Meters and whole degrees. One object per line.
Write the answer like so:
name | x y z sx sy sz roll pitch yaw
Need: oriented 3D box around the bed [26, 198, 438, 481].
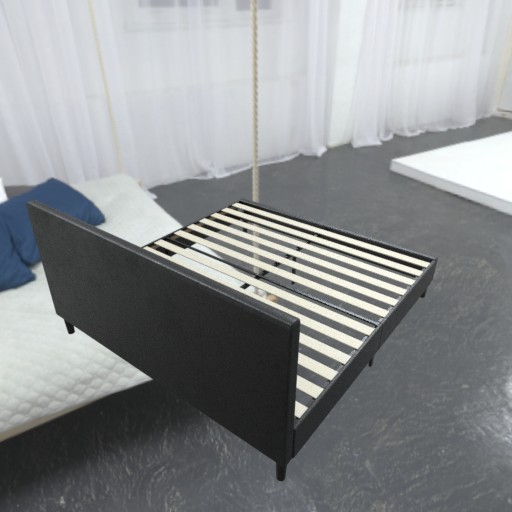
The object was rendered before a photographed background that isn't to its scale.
bed | 0.000 0.000 3.253 2.018 1.046 2.152 21 36 32
